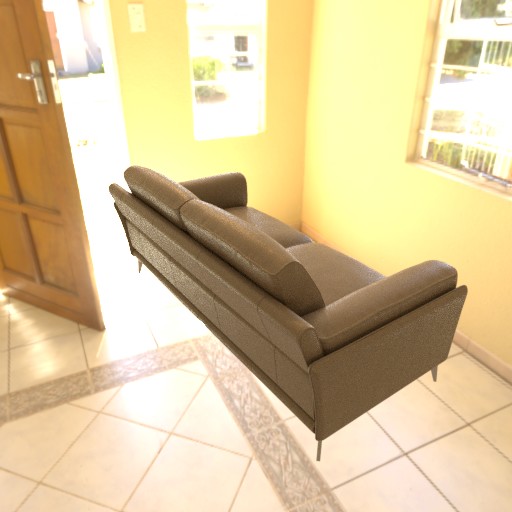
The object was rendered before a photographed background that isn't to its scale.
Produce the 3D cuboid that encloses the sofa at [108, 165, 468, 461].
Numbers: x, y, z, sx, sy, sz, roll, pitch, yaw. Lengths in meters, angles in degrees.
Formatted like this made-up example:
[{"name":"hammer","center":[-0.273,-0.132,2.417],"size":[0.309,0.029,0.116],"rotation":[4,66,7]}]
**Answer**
[{"name":"sofa","center":[0.000,0.000,2.659],"size":[1.049,0.930,2.101],"rotation":[-18,33,-31]}]
